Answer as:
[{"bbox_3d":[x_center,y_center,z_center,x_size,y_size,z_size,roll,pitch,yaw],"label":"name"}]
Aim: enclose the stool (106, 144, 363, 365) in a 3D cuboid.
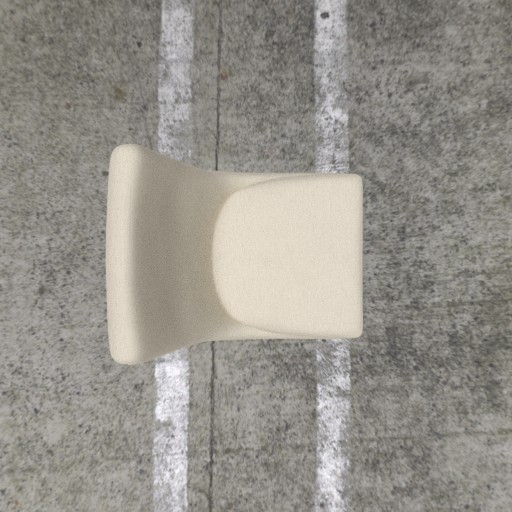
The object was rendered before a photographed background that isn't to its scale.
[{"bbox_3d":[0.000,0.000,1.305,0.577,0.981,0.470,0,90,0],"label":"stool"}]
